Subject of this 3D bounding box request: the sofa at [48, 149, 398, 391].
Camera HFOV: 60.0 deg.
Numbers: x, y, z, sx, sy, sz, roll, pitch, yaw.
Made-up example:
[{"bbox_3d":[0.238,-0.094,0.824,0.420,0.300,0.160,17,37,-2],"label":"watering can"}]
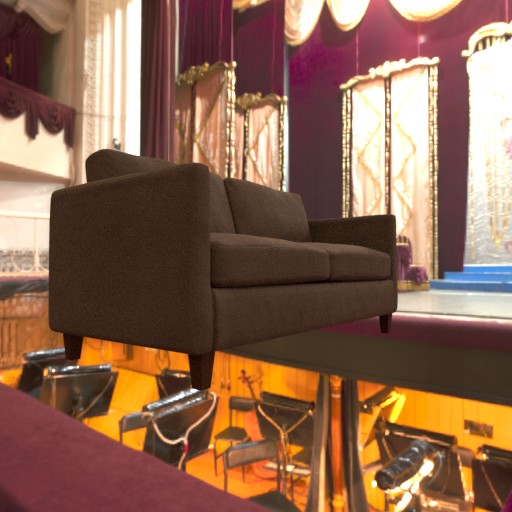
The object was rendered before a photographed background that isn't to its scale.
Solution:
[{"bbox_3d":[0.000,0.000,2.440,0.950,0.963,1.884,-1,-2,38],"label":"sofa"}]
